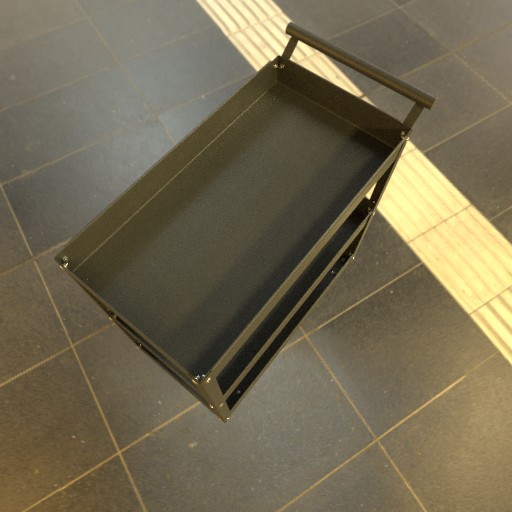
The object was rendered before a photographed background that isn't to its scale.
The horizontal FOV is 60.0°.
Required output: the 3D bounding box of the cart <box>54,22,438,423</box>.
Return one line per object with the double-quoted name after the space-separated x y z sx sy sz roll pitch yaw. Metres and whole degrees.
0.000 0.000 1.162 0.366 0.780 0.719 36 69 16 "cart"
